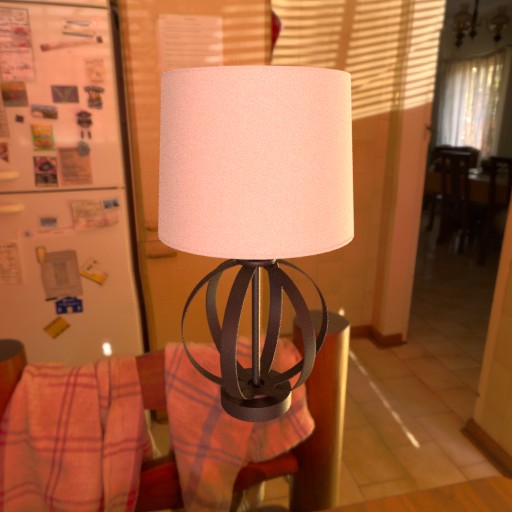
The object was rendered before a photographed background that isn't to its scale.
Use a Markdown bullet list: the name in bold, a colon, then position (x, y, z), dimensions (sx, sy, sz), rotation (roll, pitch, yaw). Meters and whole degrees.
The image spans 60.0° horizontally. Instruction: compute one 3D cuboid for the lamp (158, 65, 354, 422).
- **lamp**: position (0.000, 0.000, 0.676), dimensions (0.286, 0.510, 0.286), rotation (0, 17, 0)
